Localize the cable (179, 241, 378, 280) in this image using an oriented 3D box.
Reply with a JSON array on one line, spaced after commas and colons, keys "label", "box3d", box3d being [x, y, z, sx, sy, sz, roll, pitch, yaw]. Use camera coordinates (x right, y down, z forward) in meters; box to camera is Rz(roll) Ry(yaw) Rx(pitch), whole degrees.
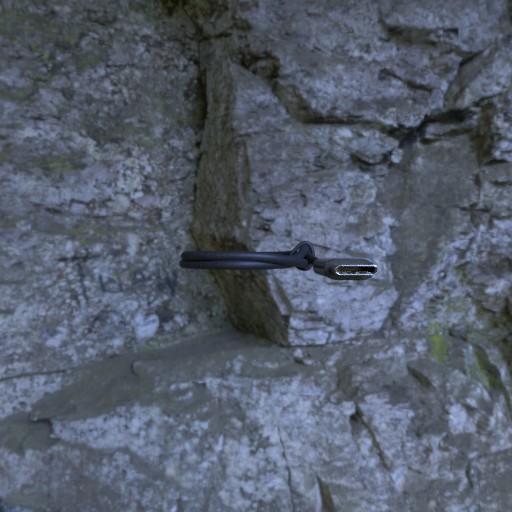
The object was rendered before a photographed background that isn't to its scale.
[{"label": "cable", "box3d": [0.000, 0.000, 0.209, 0.070, 0.014, 0.186, 0, 0, 0]}]
